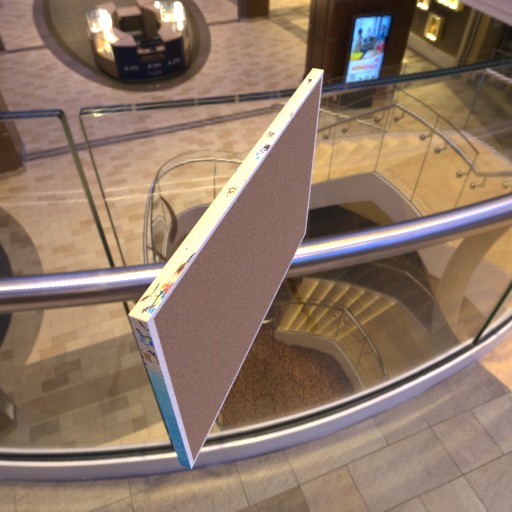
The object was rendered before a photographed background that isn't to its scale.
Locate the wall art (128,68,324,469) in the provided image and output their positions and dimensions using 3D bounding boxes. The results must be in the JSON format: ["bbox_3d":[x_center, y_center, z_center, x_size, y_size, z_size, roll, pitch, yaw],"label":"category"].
[{"bbox_3d":[0.000,0.000,1.441,0.040,0.769,1.136,16,48,15],"label":"wall art"}]
